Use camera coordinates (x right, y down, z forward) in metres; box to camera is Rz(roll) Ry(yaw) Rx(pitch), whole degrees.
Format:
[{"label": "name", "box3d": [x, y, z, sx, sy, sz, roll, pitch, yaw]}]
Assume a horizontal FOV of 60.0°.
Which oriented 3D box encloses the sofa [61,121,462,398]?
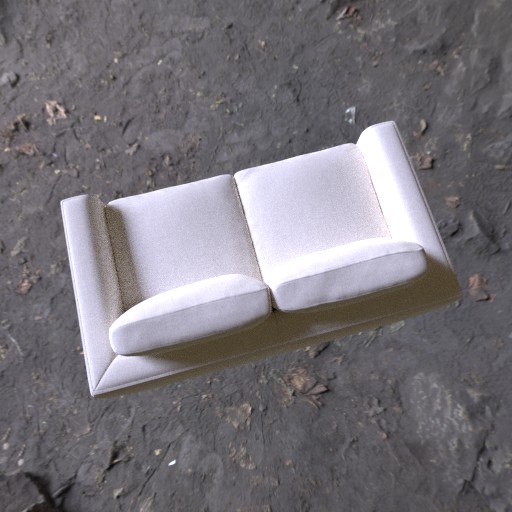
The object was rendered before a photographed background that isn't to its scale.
[{"label": "sofa", "box3d": [0.000, 0.000, 2.433, 1.920, 0.801, 1.069, -14, 75, -4]}]
